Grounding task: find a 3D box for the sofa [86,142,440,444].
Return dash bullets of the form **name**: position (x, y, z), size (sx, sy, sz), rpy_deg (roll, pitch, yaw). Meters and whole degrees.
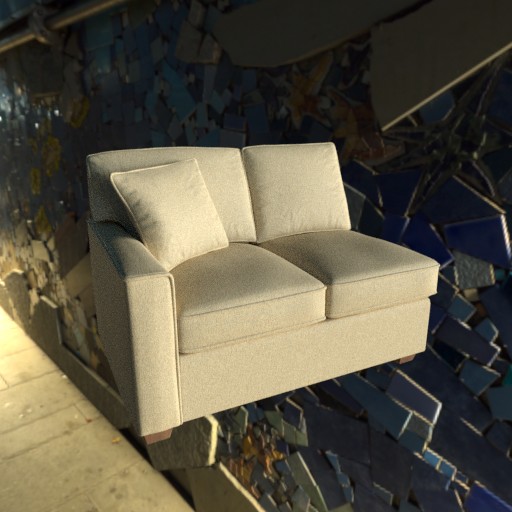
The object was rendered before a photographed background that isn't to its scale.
- **sofa**: position (0.000, 0.000, 2.078), size (1.388, 0.989, 0.991), rpy_deg (-8, 19, -26)
